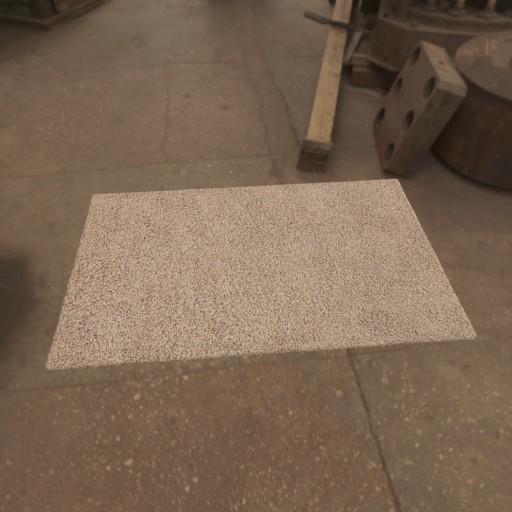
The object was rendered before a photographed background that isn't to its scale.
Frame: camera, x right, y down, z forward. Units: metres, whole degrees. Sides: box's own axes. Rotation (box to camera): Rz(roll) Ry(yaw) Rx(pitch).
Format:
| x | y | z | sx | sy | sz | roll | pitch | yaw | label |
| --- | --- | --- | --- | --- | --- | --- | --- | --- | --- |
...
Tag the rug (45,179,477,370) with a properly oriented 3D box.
| x | y | z | sx | sy | sz | roll | pitch | yaw | label |
| --- | --- | --- | --- | --- | --- | --- | --- | --- | --- |
| 0.000 | 0.000 | 3.012 | 2.438 | 0.030 | 1.524 | -3 | 46 | -3 | rug |
